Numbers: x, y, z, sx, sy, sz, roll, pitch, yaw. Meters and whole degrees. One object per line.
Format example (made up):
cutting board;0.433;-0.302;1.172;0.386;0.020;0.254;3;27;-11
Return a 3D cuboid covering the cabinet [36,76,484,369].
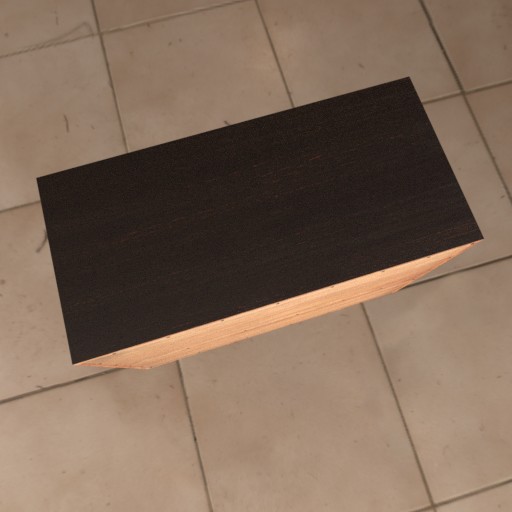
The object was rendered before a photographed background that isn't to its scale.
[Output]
cabinet;0.000;0.000;1.443;0.950;0.860;0.451;-17;76;-4
